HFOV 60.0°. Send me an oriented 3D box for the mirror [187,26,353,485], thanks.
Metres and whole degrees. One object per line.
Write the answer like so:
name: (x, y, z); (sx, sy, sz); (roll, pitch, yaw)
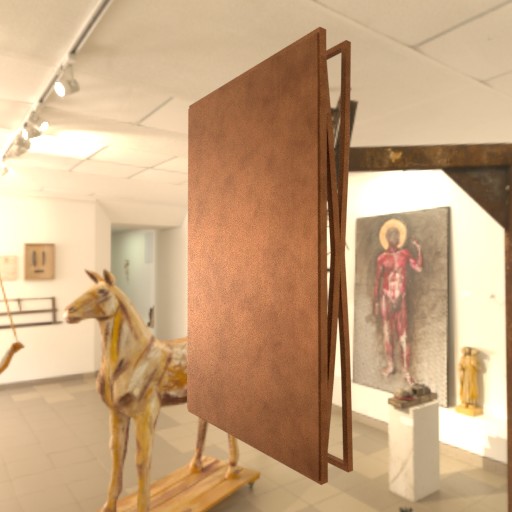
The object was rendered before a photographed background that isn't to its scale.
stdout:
mirror: (0.000, 0.000, 0.952); (0.082, 0.768, 0.468); (1, -2, -37)
